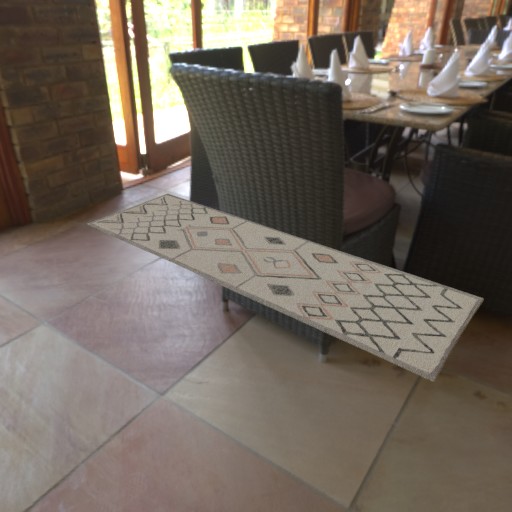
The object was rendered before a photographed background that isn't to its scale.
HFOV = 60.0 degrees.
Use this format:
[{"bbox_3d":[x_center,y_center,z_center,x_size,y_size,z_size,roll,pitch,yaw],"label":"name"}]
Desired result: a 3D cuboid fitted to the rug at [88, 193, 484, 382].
[{"bbox_3d":[0.000,0.000,2.711,2.435,0.011,0.750,21,35,33],"label":"rug"}]
